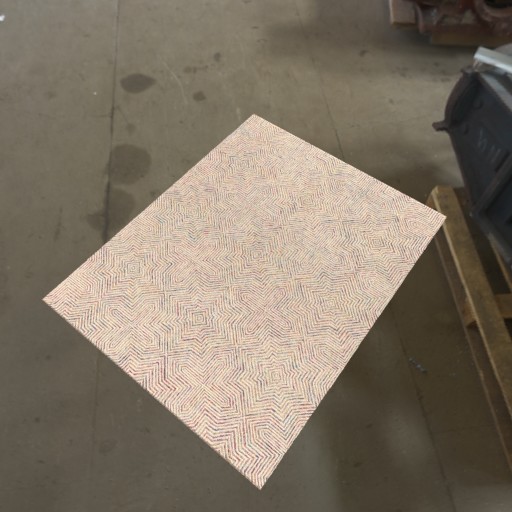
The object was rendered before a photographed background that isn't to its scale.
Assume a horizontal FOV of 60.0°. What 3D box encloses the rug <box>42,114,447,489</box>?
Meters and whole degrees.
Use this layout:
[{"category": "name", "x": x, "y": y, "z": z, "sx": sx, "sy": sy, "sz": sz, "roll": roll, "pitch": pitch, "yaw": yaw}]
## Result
[{"category": "rug", "x": 0.000, "y": 0.000, "z": 4.169, "sx": 2.442, "sy": 0.008, "sz": 3.046, "roll": 33, "pitch": 64, "yaw": 19}]
